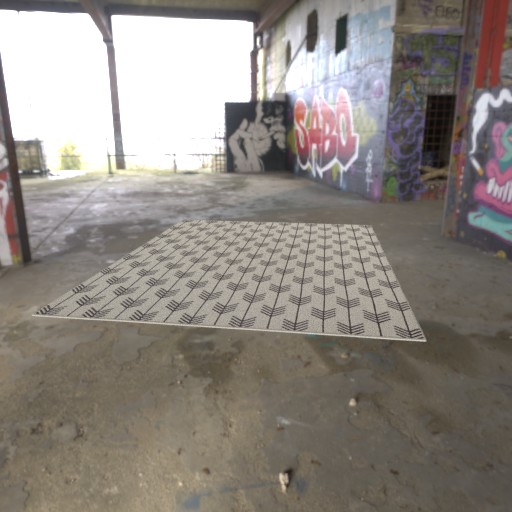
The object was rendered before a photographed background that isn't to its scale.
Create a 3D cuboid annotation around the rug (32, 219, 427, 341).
[{"bbox_3d":[0.000,0.000,4.008,2.330,0.010,3.061,2,16,8],"label":"rug"}]
